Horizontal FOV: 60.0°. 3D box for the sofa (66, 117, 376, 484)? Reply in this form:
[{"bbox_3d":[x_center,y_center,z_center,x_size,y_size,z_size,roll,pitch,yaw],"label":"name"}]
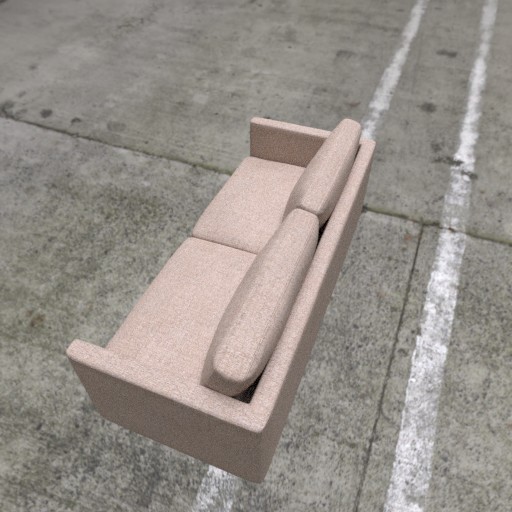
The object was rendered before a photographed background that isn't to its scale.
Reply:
[{"bbox_3d":[0.000,0.000,2.676,0.951,0.965,2.208,16,48,15],"label":"sofa"}]
